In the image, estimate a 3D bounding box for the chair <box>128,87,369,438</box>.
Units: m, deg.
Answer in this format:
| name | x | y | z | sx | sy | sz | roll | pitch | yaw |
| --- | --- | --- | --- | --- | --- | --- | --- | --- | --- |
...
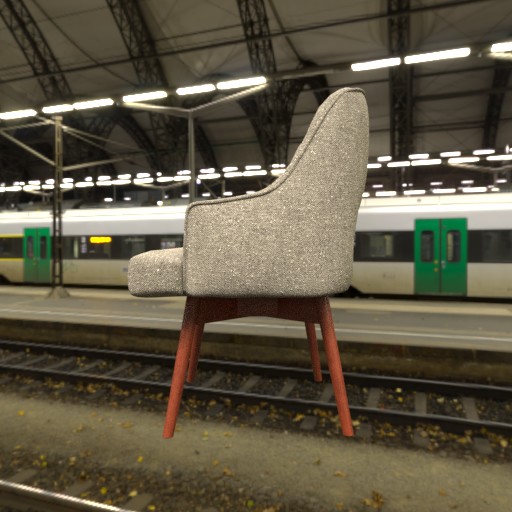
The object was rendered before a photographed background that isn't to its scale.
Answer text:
| name | x | y | z | sx | sy | sz | roll | pitch | yaw |
| --- | --- | --- | --- | --- | --- | --- | --- | --- | --- |
| chair | 0.000 | 0.000 | 1.305 | 0.629 | 0.875 | 0.608 | 0 | 1 | -1 |
